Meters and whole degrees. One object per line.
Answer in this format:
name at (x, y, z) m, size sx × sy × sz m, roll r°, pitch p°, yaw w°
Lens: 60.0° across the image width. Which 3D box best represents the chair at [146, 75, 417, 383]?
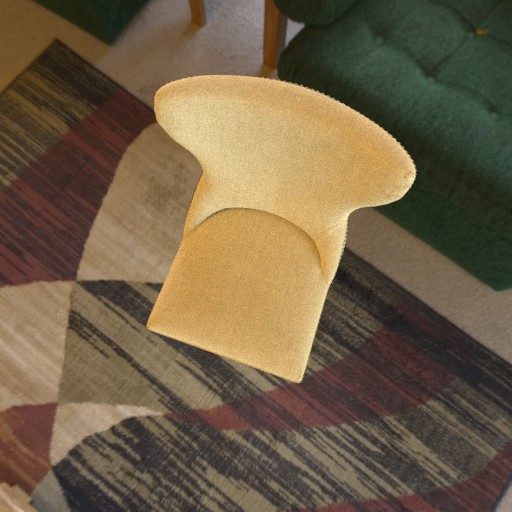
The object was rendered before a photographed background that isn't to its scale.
chair at (0.000, 0.000, 1.458) m, size 0.654 × 1.002 × 0.681 m, roll 19°, pitch 77°, yaw 5°
